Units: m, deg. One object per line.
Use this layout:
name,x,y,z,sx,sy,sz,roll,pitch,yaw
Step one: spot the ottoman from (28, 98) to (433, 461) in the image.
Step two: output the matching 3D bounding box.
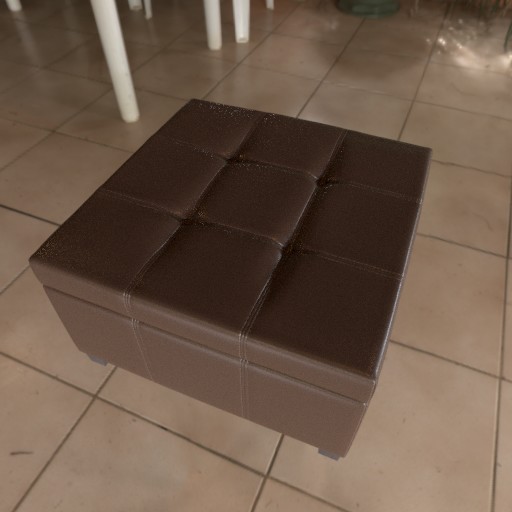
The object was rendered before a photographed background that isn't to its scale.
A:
ottoman,0.000,0.000,1.268,0.787,0.460,0.788,17,50,15
